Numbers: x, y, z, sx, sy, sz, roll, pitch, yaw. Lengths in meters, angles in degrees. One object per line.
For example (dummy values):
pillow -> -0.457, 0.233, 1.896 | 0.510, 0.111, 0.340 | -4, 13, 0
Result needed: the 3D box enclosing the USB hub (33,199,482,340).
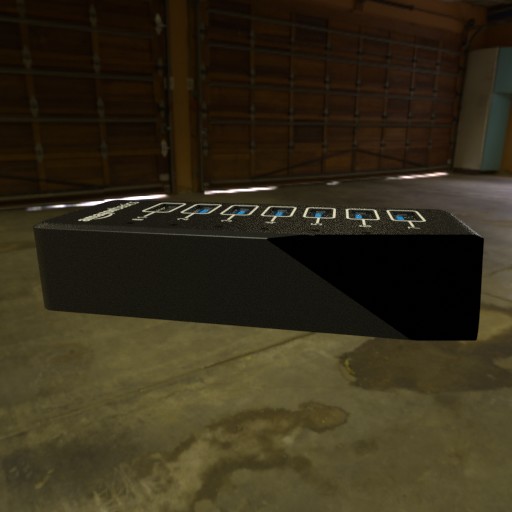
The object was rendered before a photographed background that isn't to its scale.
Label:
USB hub -> 0.000, 0.000, 0.125 | 0.110, 0.023, 0.044 | 3, 16, 10
